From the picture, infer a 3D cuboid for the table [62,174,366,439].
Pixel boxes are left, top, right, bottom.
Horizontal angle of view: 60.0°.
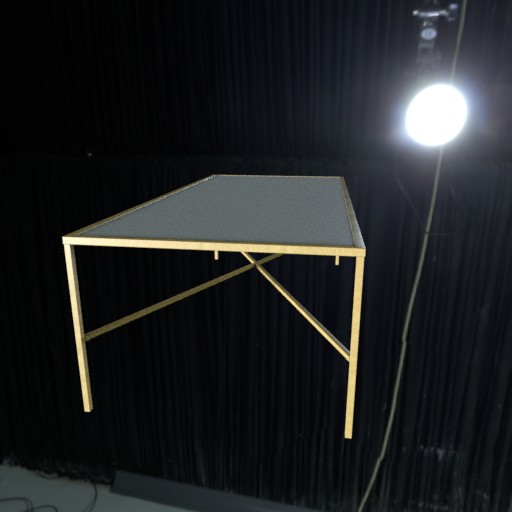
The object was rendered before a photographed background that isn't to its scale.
[{"bbox_3d":[0.000,0.000,1.453,0.580,0.398,1.206,2,16,9],"label":"table"}]
